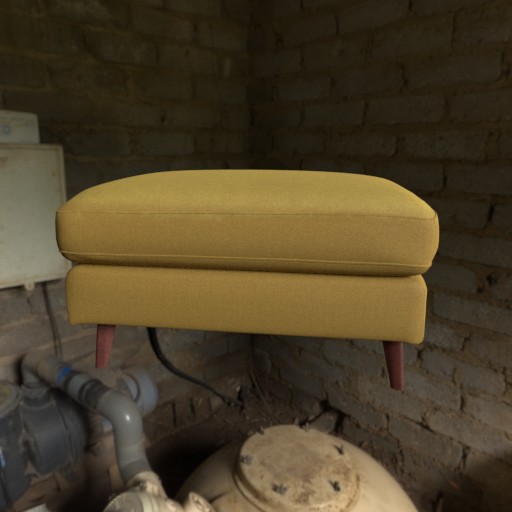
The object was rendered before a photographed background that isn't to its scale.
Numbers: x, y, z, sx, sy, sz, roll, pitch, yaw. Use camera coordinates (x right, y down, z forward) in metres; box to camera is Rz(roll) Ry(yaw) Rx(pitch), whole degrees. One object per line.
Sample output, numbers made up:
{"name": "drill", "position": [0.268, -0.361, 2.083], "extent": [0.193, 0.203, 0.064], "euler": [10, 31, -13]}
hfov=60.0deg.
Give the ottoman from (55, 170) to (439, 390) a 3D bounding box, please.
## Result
{"name": "ottoman", "position": [0.000, 0.000, 1.189], "extent": [0.811, 0.449, 0.608], "euler": [2, 14, 8]}
